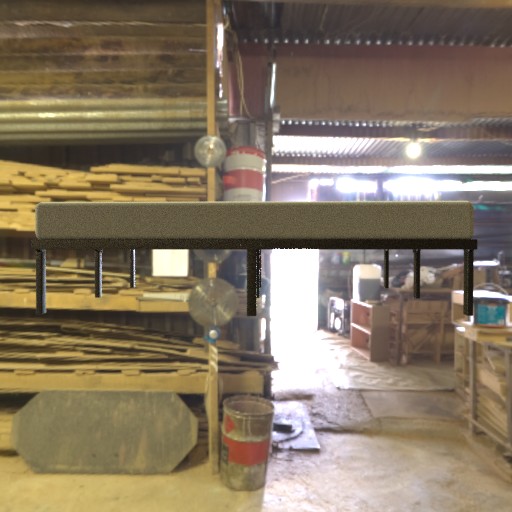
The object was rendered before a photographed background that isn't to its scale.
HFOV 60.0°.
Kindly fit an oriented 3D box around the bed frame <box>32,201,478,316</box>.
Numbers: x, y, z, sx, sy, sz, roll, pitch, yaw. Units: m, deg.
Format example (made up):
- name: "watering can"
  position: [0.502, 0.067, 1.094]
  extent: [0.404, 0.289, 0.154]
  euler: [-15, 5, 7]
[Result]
- name: "bed frame"
  position: [0.000, 0.000, 3.596]
  extent: [2.635, 0.680, 1.990]
  euler: [0, 1, 2]
